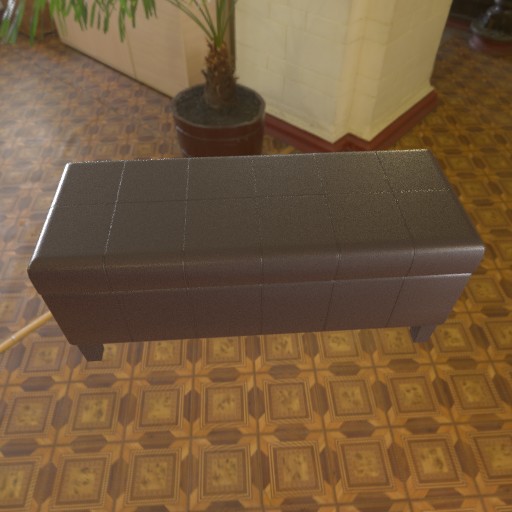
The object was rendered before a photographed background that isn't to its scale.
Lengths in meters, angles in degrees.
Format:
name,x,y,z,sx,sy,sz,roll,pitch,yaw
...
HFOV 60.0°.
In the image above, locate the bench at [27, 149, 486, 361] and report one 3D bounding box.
name,x,y,z,sx,sy,sz,roll,pitch,yaw
bench,0.000,0.000,1.333,1.092,0.457,0.429,-3,48,-2
